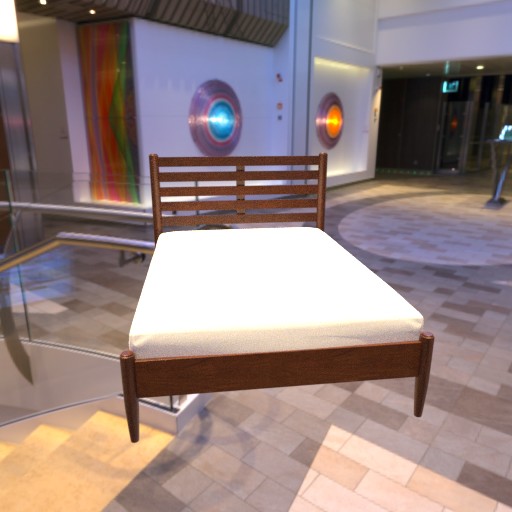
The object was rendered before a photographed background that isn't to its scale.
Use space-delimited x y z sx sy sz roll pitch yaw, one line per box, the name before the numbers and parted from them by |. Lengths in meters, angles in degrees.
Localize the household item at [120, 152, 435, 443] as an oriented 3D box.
household item | 0.000 0.000 3.276 1.663 1.356 2.232 -2 17 -7
